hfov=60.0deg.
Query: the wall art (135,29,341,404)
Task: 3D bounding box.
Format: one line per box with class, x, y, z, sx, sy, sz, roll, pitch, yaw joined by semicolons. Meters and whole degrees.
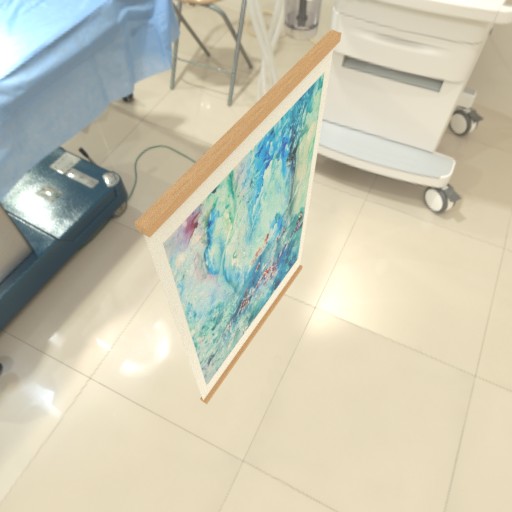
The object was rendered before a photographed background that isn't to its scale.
wall art;0.000;0.000;0.643;0.013;0.510;0.335;29;61;18
